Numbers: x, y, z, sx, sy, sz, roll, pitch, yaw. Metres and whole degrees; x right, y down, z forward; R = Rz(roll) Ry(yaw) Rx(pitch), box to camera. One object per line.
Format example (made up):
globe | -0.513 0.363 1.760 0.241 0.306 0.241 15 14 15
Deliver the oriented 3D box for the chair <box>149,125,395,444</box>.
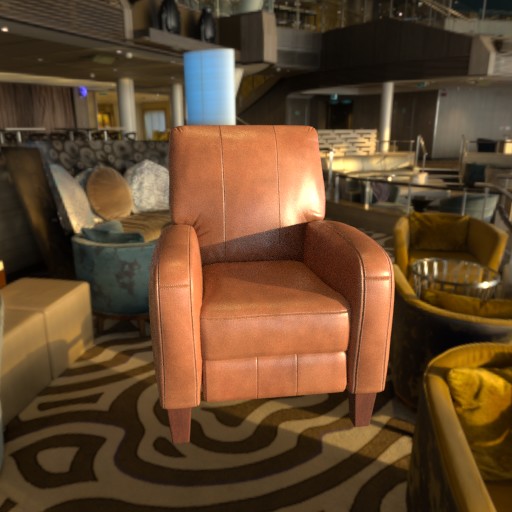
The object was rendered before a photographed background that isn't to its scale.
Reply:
chair | 0.000 0.000 1.738 0.762 0.990 0.990 -2 16 -8
